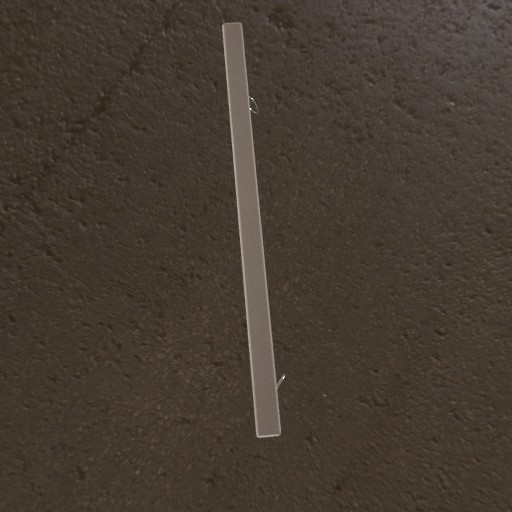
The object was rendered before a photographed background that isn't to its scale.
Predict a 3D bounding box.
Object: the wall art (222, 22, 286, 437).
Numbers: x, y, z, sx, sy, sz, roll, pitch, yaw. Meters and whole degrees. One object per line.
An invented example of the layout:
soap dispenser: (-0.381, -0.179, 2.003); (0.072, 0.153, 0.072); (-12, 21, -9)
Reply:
wall art: (0.000, 0.000, 1.132); (0.065, 0.747, 0.755); (-5, 76, -1)
